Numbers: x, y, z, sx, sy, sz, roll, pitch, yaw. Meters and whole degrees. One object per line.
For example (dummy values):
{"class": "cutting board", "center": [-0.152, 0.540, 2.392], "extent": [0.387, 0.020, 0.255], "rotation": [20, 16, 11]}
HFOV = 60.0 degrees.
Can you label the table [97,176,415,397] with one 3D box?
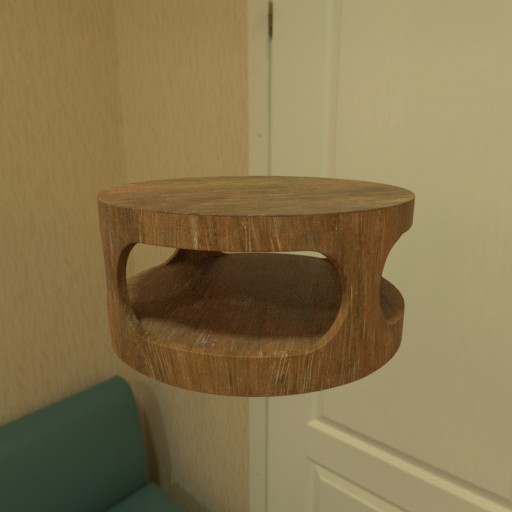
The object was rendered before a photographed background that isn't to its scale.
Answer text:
{"class": "table", "center": [0.000, 0.000, 1.494], "extent": [0.974, 0.450, 0.974], "rotation": [0, 15, 0]}
